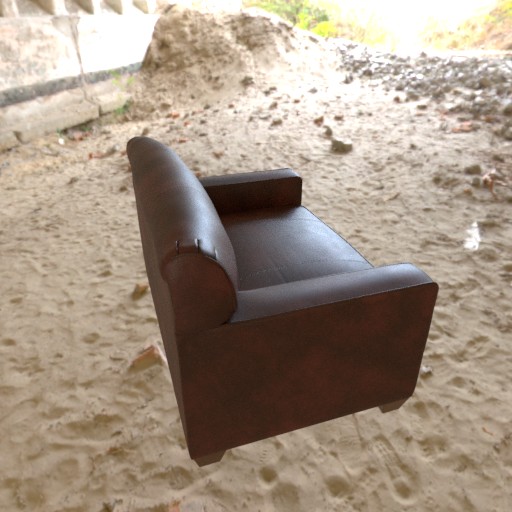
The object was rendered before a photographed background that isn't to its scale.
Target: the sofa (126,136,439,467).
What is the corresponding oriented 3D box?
[{"bbox_3d":[0.000,0.000,2.087,1.000,0.956,1.413,-9,30,-16],"label":"sofa"}]
